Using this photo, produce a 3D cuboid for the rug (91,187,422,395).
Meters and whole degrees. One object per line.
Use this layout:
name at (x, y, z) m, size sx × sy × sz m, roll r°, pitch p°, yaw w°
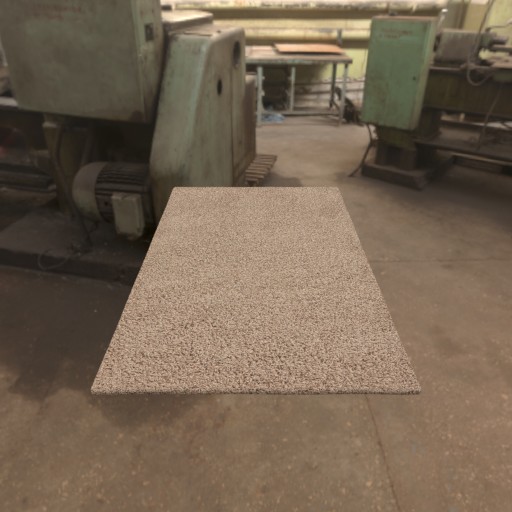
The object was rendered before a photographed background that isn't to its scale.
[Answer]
rug at (0.000, 0.000, 3.069) m, size 1.524 × 0.030 × 2.438 m, roll 0°, pitch 31°, yaw 0°
